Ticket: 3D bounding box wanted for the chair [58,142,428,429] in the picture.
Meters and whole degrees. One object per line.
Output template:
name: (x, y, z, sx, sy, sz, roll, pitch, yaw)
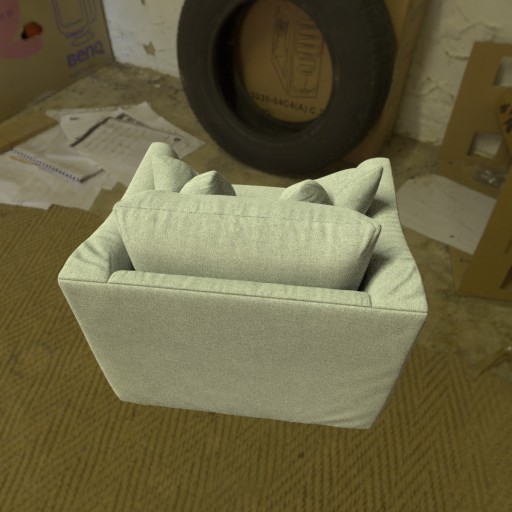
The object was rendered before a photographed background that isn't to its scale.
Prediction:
chair: (0.000, 0.000, 1.978, 1.194, 1.059, 1.071, 5, 47, 5)
